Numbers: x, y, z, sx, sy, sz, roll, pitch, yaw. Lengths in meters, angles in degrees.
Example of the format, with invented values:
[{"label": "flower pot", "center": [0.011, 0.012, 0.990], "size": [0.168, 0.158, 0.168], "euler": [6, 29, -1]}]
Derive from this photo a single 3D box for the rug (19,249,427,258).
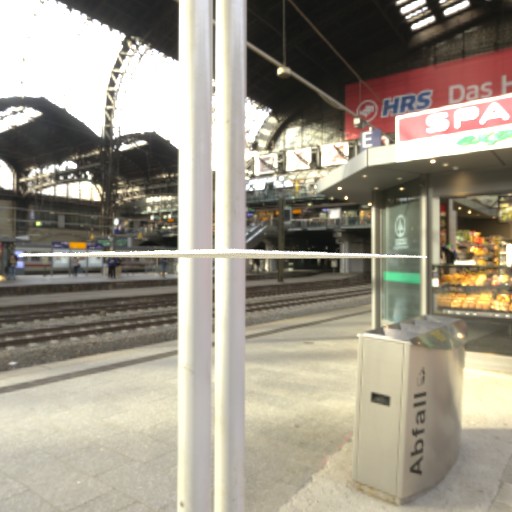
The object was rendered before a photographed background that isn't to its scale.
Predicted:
[{"label": "rug", "center": [0.000, 0.000, 2.846], "size": [1.514, 0.014, 2.275], "euler": [-1, -1, 36]}]
